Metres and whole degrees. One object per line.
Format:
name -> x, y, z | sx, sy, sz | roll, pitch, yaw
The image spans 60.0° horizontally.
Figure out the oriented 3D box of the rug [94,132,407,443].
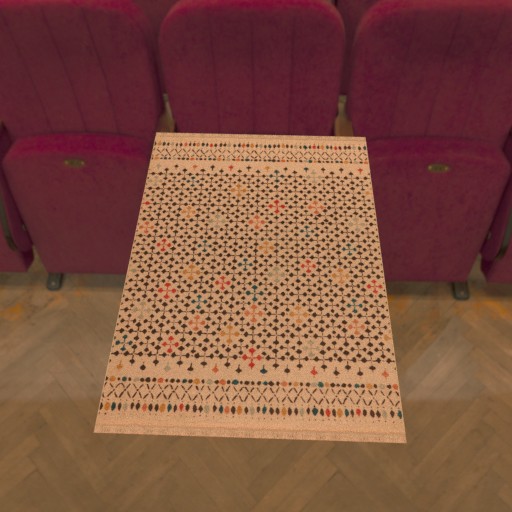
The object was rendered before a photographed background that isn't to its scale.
rug -> 0.000, 0.000, 2.026 | 1.146, 0.006, 1.556 | 2, 59, 1
